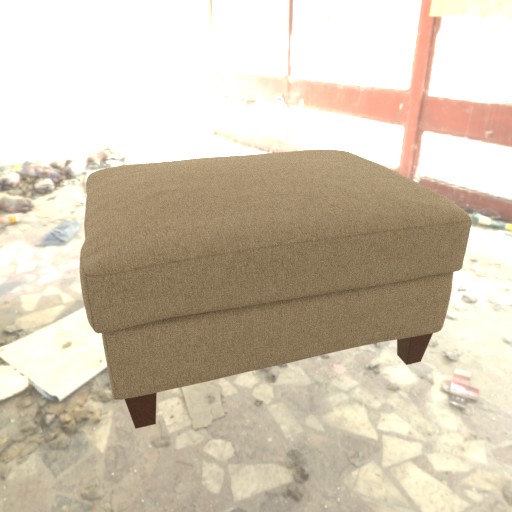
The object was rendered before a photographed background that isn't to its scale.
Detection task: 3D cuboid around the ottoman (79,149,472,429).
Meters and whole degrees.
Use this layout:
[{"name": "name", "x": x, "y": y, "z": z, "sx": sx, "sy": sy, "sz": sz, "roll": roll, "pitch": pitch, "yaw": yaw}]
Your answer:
[{"name": "ottoman", "x": 0.000, "y": 0.000, "z": 1.283, "sx": 0.889, "sy": 0.511, "sz": 0.692, "roll": -8, "pitch": 28, "yaw": -16}]
